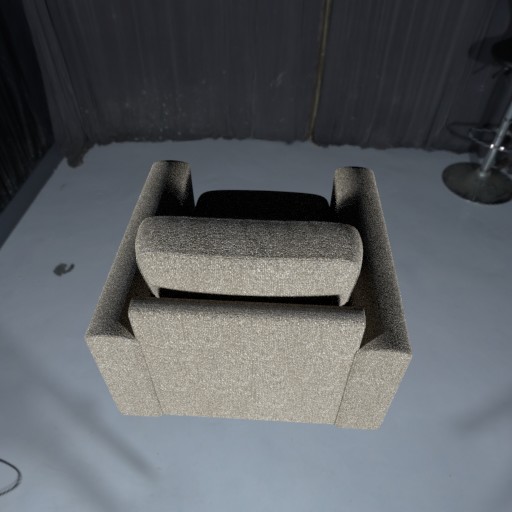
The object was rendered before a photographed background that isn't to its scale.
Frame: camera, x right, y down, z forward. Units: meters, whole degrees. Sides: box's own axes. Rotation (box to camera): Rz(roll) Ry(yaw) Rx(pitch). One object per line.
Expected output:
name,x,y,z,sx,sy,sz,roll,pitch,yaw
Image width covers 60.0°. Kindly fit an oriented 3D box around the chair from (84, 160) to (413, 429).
chair,0.000,0.000,1.771,1.005,0.873,1.016,2,45,2
